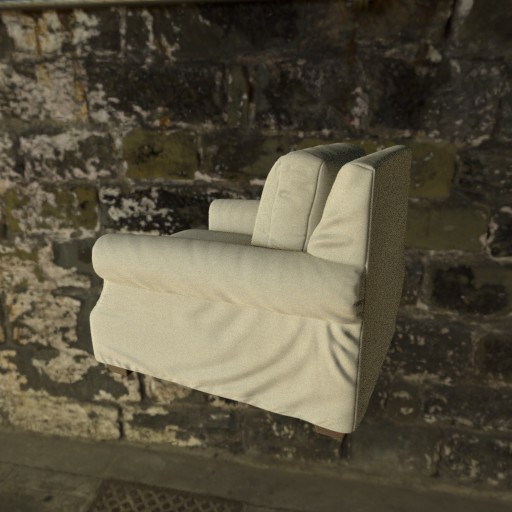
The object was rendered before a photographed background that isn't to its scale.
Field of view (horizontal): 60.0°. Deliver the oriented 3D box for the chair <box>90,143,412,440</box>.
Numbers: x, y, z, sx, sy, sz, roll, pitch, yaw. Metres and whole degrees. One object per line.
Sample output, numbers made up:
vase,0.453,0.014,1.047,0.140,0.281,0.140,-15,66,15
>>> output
chair,0.000,0.000,1.752,1.066,0.866,0.940,8,19,24
